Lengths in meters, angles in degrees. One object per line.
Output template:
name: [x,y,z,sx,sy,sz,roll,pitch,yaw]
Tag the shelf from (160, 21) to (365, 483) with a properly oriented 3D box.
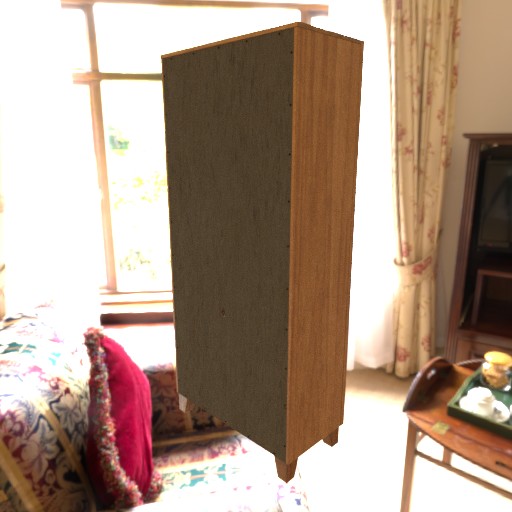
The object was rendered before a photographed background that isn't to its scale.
shelf: [0.000,0.000,2.237,0.453,1.930,0.864,-14,20,-43]
